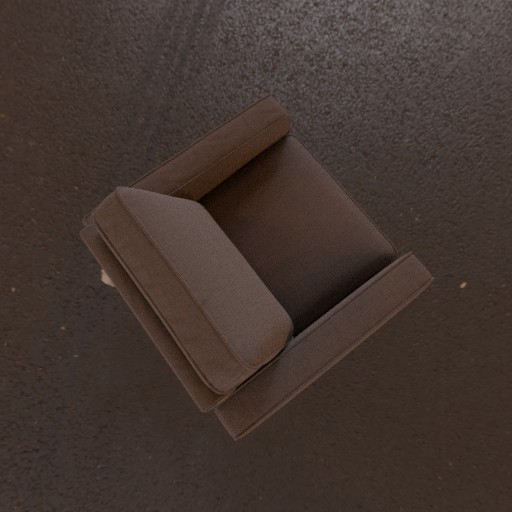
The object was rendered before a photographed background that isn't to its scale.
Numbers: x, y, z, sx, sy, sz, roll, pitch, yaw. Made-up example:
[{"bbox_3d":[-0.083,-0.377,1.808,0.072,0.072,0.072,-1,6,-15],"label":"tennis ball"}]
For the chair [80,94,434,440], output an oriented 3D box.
[{"bbox_3d":[0.000,0.000,1.751,0.940,0.919,1.017,-36,78,-9],"label":"chair"}]
